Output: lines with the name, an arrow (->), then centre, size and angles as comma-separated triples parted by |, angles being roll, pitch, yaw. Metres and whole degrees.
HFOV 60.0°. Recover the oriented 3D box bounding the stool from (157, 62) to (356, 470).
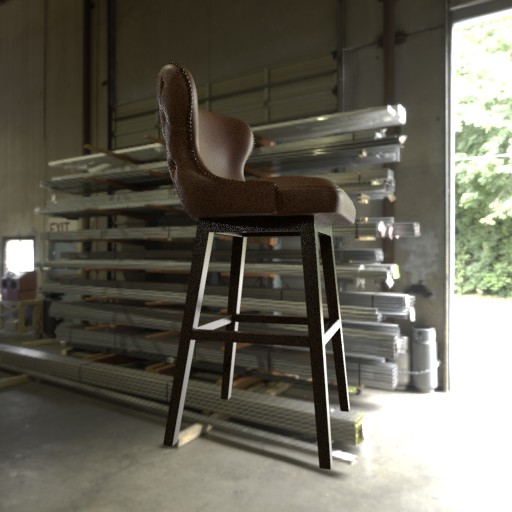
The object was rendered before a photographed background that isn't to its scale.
stool -> 0.000, 0.000, 1.435 | 0.606, 1.087, 0.591 | 0, 0, 18
